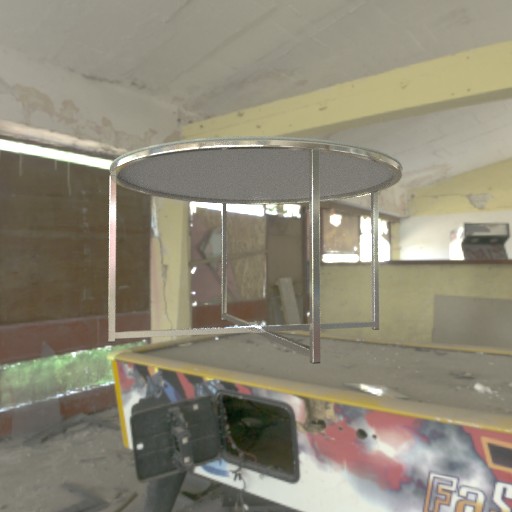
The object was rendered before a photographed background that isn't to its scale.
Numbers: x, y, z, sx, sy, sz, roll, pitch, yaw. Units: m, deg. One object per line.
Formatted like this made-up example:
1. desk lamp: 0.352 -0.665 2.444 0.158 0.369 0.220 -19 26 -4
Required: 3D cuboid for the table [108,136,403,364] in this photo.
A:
1. table: 0.000 0.000 1.267 0.800 0.450 0.800 0 -2 0
